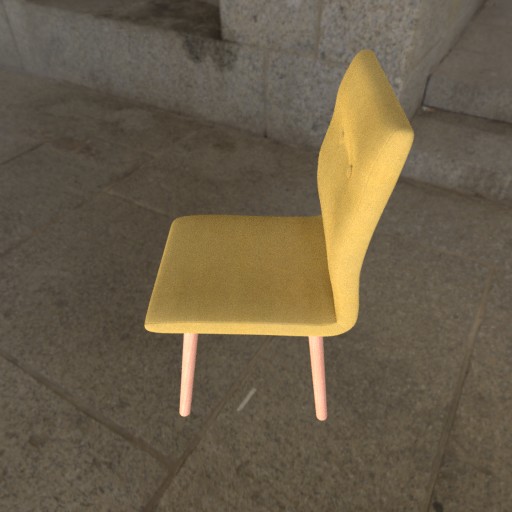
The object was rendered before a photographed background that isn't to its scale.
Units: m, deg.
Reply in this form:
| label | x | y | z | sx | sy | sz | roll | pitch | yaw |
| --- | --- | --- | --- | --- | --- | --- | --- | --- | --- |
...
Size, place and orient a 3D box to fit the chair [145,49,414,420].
| label | x | y | z | sx | sy | sz | roll | pitch | yaw |
| --- | --- | --- | --- | --- | --- | --- | --- | --- | --- |
| chair | 0.000 | 0.000 | 1.231 | 0.550 | 0.965 | 0.450 | 1 | 42 | 1 |
